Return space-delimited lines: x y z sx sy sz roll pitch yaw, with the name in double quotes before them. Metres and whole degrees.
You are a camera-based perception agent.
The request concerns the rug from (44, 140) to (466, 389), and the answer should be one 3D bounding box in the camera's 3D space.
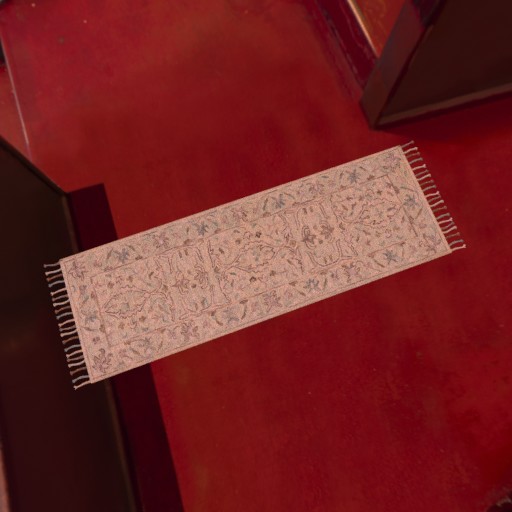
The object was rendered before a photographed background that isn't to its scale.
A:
"rug" 0.000 0.000 2.677 2.440 0.013 0.769 -19 76 -5
